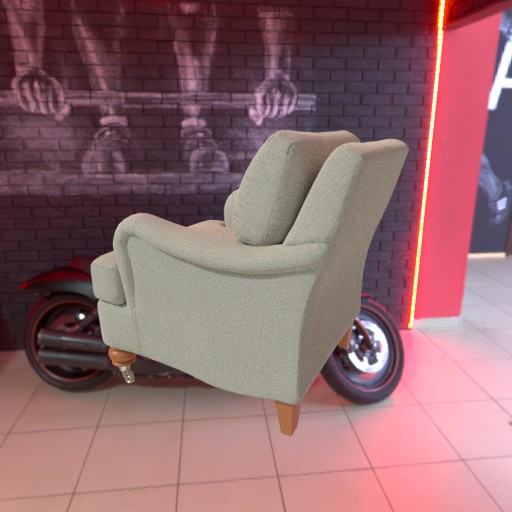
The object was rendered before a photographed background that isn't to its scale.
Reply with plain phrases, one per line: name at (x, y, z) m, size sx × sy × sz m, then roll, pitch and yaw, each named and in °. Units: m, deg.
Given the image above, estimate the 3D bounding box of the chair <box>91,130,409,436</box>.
chair at (0.000, 0.000, 1.904) m, size 1.070 × 1.038 × 0.955 m, roll 8°, pitch 17°, yaw 25°
